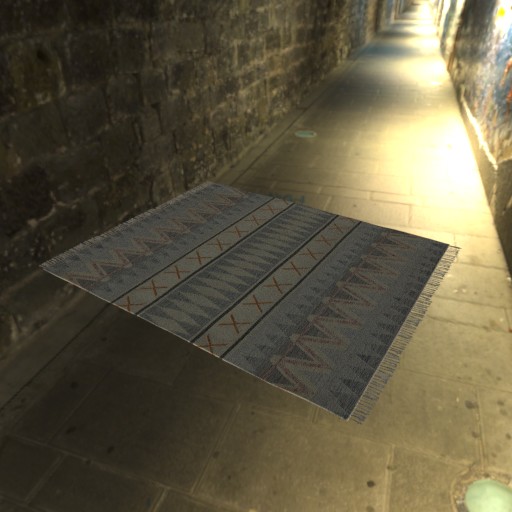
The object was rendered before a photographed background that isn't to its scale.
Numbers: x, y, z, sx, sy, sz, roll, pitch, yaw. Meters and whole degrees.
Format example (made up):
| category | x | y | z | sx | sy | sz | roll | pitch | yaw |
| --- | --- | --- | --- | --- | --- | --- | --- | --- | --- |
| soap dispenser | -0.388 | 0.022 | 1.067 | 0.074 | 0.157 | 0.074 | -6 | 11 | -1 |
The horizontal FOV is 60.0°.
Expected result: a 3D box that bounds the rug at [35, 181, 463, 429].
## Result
| category | x | y | z | sx | sy | sz | roll | pitch | yaw |
| --- | --- | --- | --- | --- | --- | --- | --- | --- | --- |
| rug | 0.000 | 0.000 | 3.931 | 3.000 | 0.012 | 2.371 | 19 | 36 | 28 |
